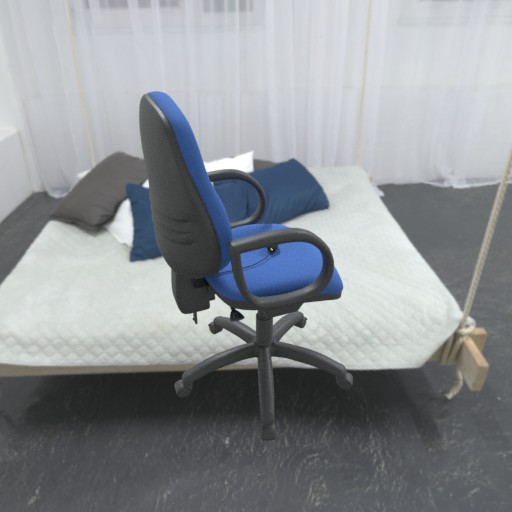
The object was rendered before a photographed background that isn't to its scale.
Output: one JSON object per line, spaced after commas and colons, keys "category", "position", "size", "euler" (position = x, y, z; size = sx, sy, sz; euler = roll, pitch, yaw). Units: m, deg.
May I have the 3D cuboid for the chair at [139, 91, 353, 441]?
{"category": "chair", "position": [0.000, 0.000, 1.257], "size": [0.549, 0.905, 0.552], "euler": [-11, 32, -19]}
